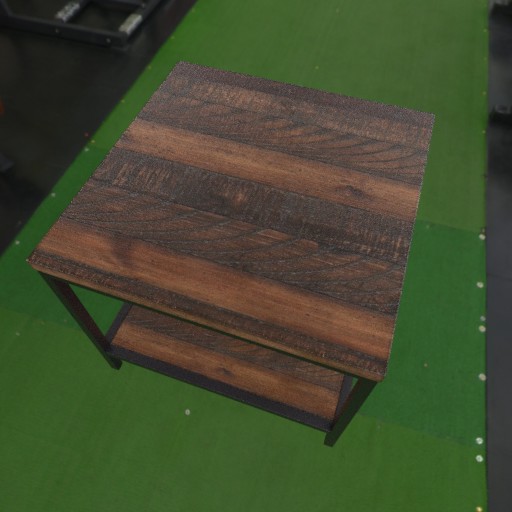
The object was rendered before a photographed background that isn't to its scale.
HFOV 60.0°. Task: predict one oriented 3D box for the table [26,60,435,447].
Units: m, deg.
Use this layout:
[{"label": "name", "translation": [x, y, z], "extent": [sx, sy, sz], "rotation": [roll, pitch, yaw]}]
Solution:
[{"label": "table", "translation": [0.000, 0.000, 0.968], "extent": [0.548, 0.482, 0.553], "rotation": [16, 57, 11]}]
